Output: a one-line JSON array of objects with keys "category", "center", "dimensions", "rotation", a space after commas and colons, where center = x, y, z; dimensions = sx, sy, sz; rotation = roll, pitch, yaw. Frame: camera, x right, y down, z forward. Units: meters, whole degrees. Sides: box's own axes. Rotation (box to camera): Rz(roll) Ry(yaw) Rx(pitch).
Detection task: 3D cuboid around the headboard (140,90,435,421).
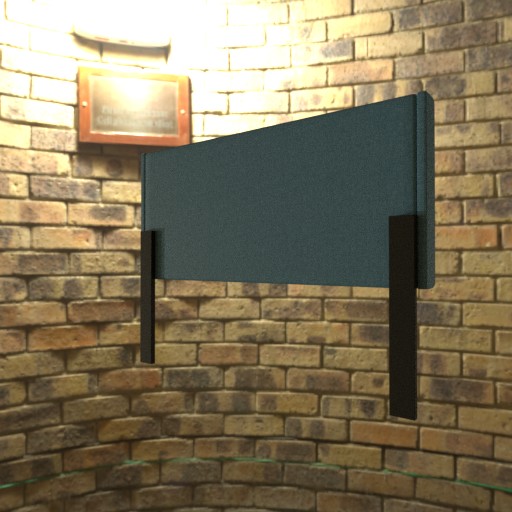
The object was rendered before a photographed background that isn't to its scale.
[{"category": "headboard", "center": [0.000, 0.000, 2.701], "dimensions": [2.051, 1.524, 0.184], "rotation": [0, -1, 37]}]
